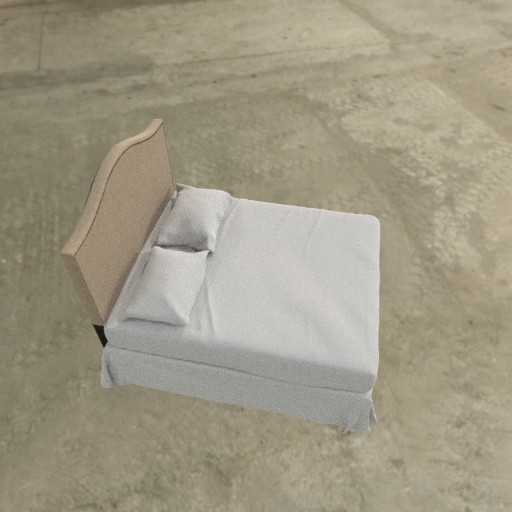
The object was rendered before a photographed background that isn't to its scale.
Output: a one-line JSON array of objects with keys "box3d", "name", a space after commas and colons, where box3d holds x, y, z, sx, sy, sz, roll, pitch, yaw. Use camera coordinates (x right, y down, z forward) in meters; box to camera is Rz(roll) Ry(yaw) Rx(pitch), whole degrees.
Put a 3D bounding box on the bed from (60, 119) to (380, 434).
[{"box3d": [0.000, 0.000, 3.483, 2.221, 1.645, 1.876, 8, 47, 8], "name": "bed"}]
